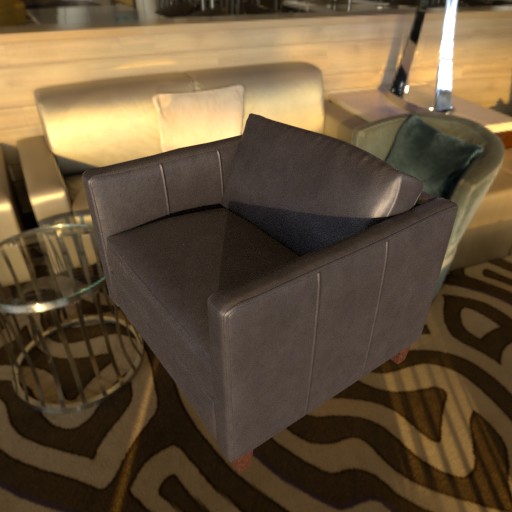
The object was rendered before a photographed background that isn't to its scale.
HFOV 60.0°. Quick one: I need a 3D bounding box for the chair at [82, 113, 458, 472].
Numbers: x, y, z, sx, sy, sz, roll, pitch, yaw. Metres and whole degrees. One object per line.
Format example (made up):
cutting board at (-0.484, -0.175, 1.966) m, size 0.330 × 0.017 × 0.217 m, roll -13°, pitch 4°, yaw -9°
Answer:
chair at (0.000, 0.000, 1.574) m, size 0.862 × 0.811 × 0.939 m, roll -22°, pitch 39°, yaw -29°
